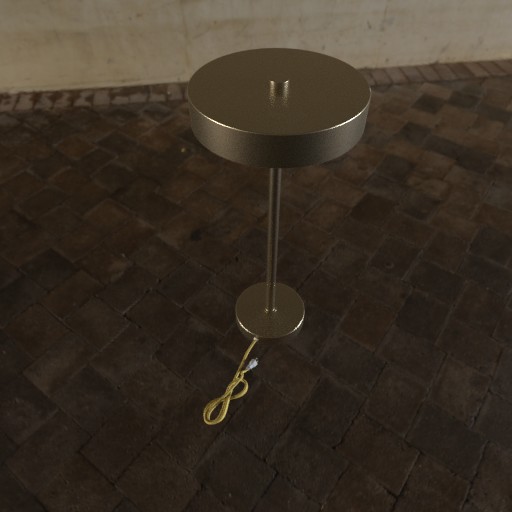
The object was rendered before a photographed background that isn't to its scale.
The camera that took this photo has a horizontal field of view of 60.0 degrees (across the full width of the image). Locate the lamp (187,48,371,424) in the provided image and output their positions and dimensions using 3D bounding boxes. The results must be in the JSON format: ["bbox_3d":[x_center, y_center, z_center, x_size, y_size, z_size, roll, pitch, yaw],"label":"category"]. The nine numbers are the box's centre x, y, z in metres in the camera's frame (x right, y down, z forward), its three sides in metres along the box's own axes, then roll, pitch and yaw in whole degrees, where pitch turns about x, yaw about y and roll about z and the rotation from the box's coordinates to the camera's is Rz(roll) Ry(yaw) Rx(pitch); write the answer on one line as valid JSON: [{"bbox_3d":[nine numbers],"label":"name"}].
[{"bbox_3d":[0.000,0.000,0.691,0.229,0.508,0.369,18,49,16],"label":"lamp"}]
